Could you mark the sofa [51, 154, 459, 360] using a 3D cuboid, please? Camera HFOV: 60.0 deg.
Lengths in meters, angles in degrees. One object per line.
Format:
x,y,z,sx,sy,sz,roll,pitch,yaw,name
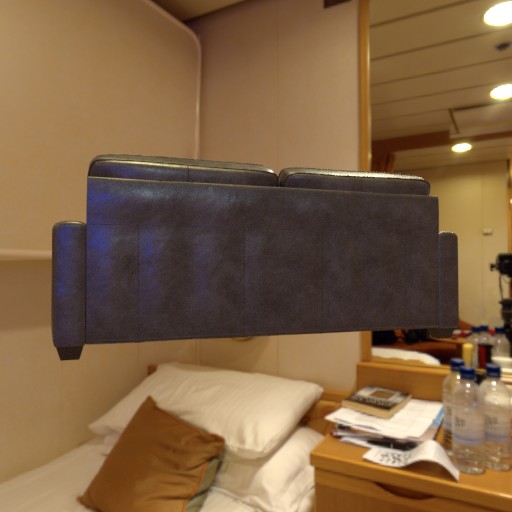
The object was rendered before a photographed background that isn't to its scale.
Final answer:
0.000,0.000,2.578,2.081,0.916,0.939,0,-1,-17,sofa
